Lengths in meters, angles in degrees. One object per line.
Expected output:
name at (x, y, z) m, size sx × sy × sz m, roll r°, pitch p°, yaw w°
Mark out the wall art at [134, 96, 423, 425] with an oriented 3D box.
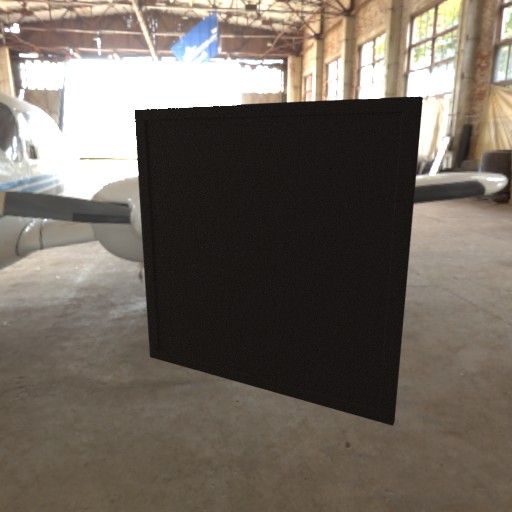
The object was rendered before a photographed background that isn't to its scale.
wall art at (0.000, 0.000, 0.857) m, size 0.562 × 0.558 × 0.012 m, roll 7°, pitch 16°, yaw 27°
